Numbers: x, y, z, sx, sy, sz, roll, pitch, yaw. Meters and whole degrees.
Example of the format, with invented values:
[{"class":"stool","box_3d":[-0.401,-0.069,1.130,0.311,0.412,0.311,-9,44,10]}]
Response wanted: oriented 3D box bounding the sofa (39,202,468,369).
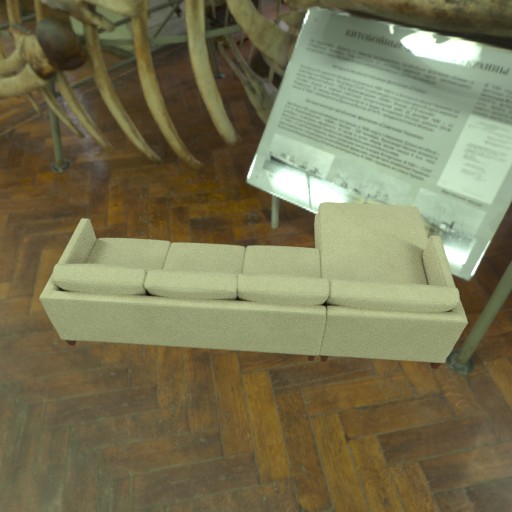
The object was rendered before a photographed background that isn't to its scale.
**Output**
[{"class":"sofa","box_3d":[0.000,0.000,3.990,3.186,0.846,1.625,3,46,3]}]
